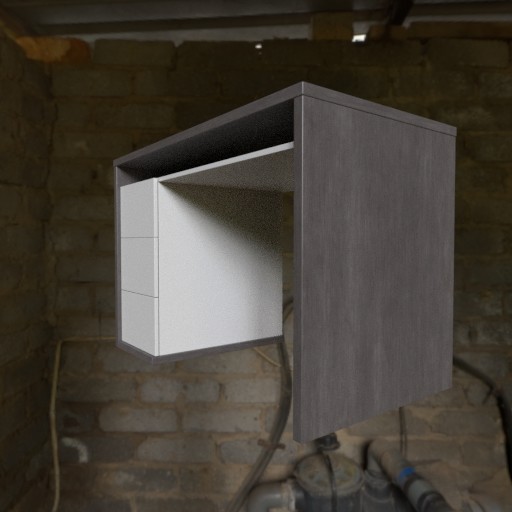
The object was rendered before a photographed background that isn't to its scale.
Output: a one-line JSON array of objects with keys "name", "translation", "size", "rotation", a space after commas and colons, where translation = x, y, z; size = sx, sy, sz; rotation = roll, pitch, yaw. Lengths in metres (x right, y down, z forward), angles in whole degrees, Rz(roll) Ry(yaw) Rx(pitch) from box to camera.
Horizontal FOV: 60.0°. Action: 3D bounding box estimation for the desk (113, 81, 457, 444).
[{"name": "desk", "translation": [0.000, 0.000, 1.530], "size": [0.600, 0.750, 1.100], "rotation": [-1, 2, -37]}]
